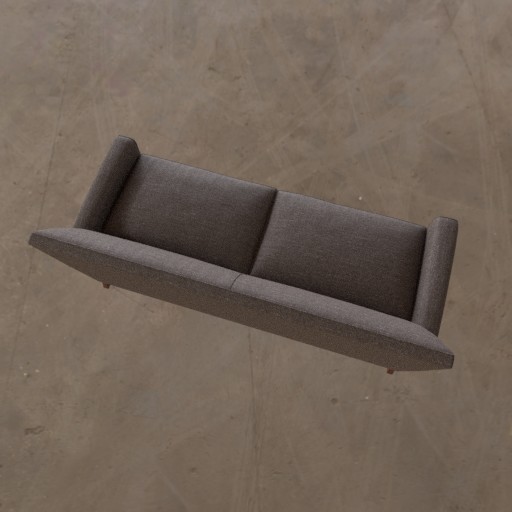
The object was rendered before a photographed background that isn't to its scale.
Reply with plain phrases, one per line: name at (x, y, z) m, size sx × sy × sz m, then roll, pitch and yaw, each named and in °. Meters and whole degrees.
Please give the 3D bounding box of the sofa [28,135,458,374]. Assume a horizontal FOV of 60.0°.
sofa at (0.000, 0.000, 2.429) m, size 1.976 × 0.846 × 0.875 m, roll 16°, pitch 65°, yaw 8°
